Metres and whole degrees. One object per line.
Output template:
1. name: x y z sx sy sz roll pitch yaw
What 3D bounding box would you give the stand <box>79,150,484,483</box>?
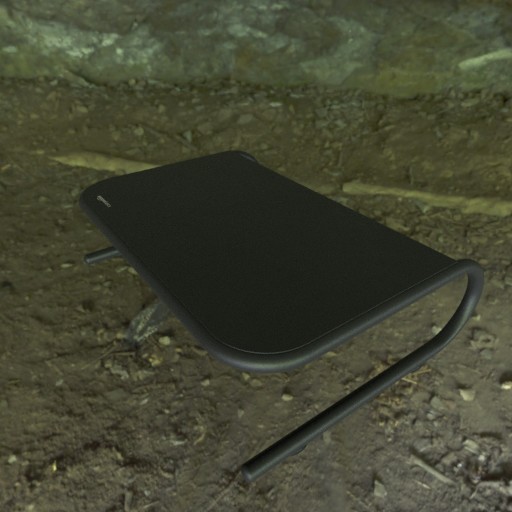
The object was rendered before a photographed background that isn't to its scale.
1. stand: 0.000 0.000 0.487 0.280 0.108 0.370 -21 38 -30
